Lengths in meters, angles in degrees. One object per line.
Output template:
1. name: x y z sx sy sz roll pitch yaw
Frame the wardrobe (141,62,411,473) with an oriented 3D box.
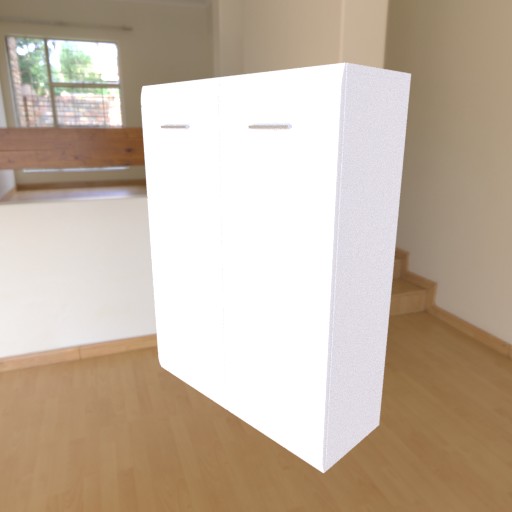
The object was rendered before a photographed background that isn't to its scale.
1. wardrobe: 0.000 0.000 1.622 0.360 1.200 0.900 -16 22 -43
